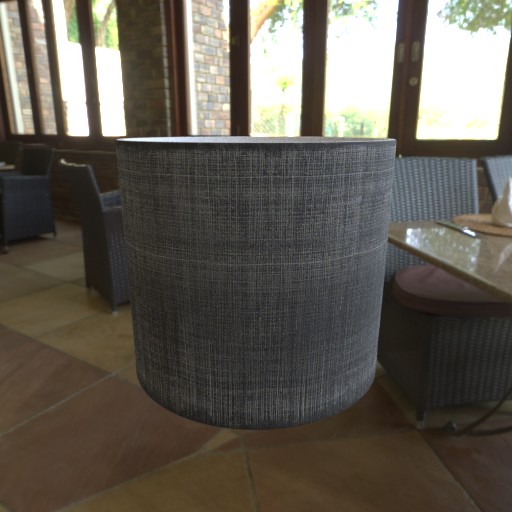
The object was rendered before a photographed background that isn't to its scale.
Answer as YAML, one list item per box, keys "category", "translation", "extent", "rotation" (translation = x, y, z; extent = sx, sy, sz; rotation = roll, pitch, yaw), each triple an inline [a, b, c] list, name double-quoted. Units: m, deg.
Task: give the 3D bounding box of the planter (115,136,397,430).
- category: "planter"
  translation: [0.000, 0.000, 0.392]
  extent: [0.221, 0.201, 0.221]
  rotation: [0, 16, 0]
